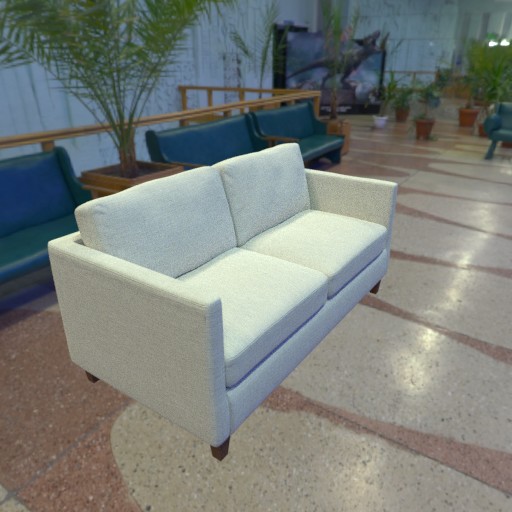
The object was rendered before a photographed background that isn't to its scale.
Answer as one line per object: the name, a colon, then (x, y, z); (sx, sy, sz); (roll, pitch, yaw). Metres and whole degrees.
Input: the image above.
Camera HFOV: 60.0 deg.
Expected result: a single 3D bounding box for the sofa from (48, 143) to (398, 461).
sofa: (0.000, 0.000, 2.444); (0.950, 0.963, 1.838); (16, 29, 31)
